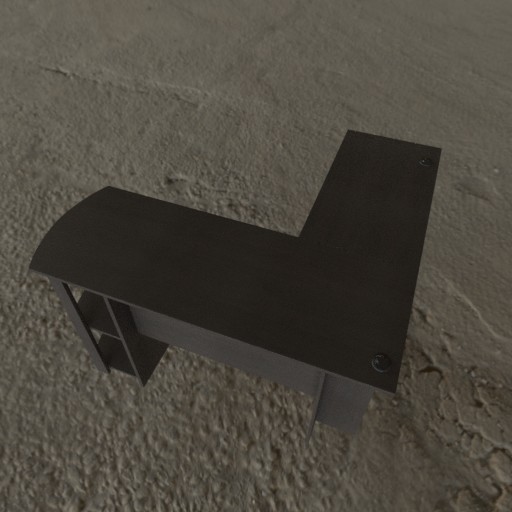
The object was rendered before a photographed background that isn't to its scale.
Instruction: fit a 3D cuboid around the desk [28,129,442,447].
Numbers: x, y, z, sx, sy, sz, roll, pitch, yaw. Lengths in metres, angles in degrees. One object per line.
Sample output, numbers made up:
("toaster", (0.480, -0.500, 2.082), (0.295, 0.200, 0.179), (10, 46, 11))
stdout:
("desk", (0.000, 0.000, 2.098), (1.361, 0.716, 1.303), (16, 50, 14))
